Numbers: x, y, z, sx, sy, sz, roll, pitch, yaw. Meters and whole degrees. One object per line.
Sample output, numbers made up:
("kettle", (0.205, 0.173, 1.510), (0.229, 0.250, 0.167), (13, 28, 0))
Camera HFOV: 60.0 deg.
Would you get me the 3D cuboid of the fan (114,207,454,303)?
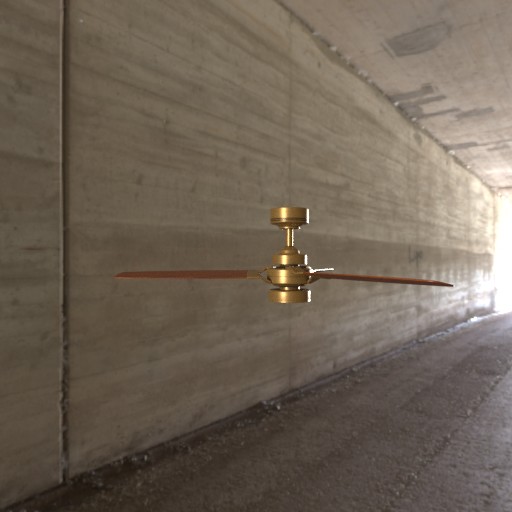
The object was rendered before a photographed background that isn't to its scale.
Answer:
("fan", (0.000, 0.000, 2.050), (1.271, 0.425, 1.416), (0, 0, 1))
